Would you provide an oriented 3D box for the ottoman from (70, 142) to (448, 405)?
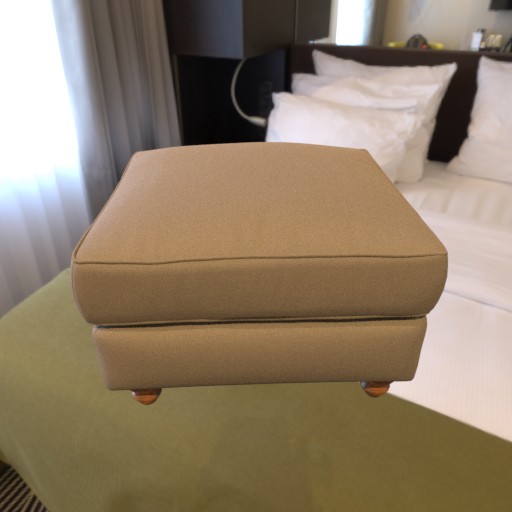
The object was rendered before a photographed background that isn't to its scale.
[{"bbox_3d":[0.000,0.000,1.157,0.721,0.505,0.662,-1,31,-2],"label":"ottoman"}]
